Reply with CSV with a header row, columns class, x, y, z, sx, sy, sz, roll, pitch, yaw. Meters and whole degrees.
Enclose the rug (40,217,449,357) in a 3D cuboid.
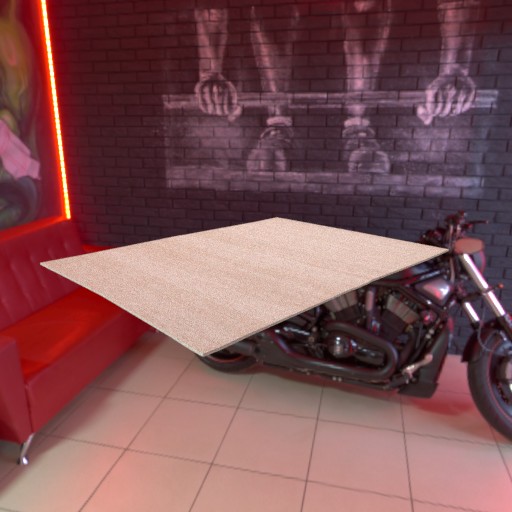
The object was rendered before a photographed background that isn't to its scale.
class,x,y,z,sx,sy,sz,roll,pitch,yaw
rug,0.000,0.000,4.320,3.202,0.045,2.434,-15,22,-42
